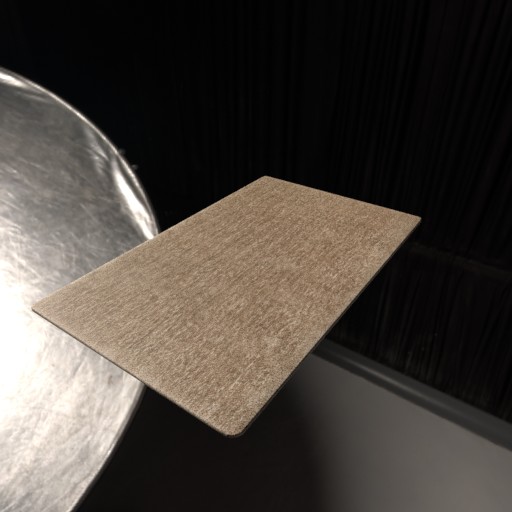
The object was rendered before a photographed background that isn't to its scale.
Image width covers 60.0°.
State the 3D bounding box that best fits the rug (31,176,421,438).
[{"bbox_3d":[0.000,0.000,3.078,1.539,0.024,2.469,21,38,29],"label":"rug"}]
